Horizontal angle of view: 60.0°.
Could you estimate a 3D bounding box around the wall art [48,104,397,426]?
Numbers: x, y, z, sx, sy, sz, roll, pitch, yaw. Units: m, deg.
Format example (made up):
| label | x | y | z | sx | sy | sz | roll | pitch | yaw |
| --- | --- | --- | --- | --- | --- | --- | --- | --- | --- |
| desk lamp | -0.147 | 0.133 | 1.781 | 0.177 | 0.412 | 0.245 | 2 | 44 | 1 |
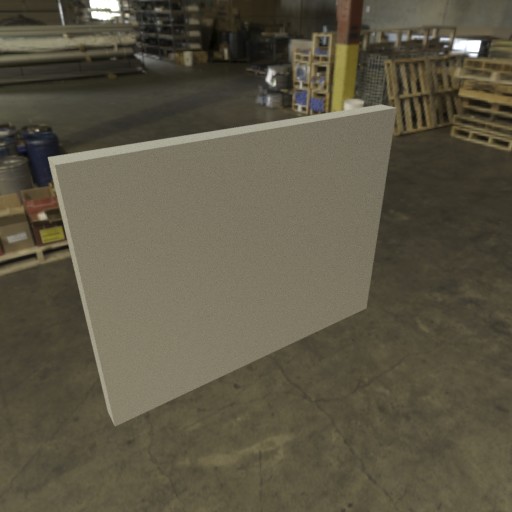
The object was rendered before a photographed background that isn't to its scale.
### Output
| label | x | y | z | sx | sy | sz | roll | pitch | yaw |
| --- | --- | --- | --- | --- | --- | --- | --- | --- | --- |
| wall art | 0.000 | 0.000 | 1.403 | 1.056 | 0.801 | 0.066 | -18 | 34 | -29 |
